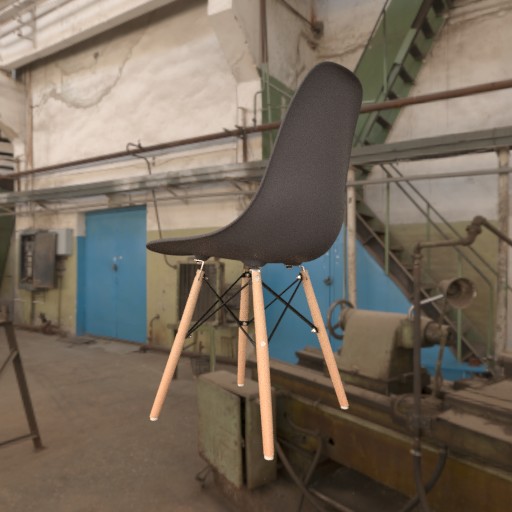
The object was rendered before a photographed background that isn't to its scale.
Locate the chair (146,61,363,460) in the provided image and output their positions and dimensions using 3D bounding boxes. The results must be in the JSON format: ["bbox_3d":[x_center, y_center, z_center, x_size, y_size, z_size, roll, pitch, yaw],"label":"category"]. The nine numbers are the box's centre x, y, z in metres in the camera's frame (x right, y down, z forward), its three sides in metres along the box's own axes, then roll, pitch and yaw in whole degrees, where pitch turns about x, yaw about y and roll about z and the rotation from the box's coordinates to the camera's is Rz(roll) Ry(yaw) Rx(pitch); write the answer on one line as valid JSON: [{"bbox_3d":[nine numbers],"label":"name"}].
[{"bbox_3d":[0.000,0.000,1.150,0.533,0.826,0.470,0,0,36],"label":"chair"}]
